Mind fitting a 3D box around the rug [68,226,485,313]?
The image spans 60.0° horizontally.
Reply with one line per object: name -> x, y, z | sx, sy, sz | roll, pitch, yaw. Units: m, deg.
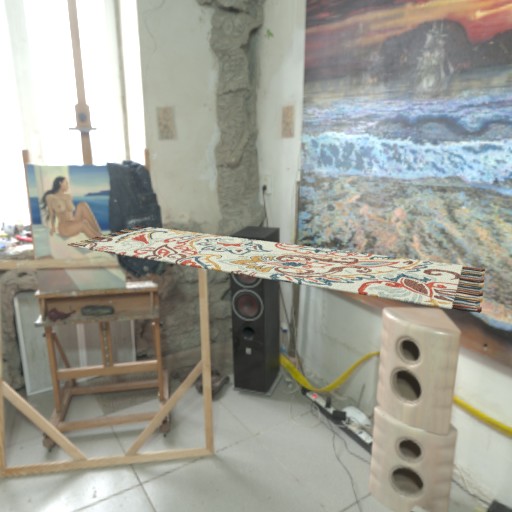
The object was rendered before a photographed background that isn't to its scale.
rug -> 0.000, 0.000, 2.913 | 2.682, 0.015, 0.763 | 8, 18, 26
